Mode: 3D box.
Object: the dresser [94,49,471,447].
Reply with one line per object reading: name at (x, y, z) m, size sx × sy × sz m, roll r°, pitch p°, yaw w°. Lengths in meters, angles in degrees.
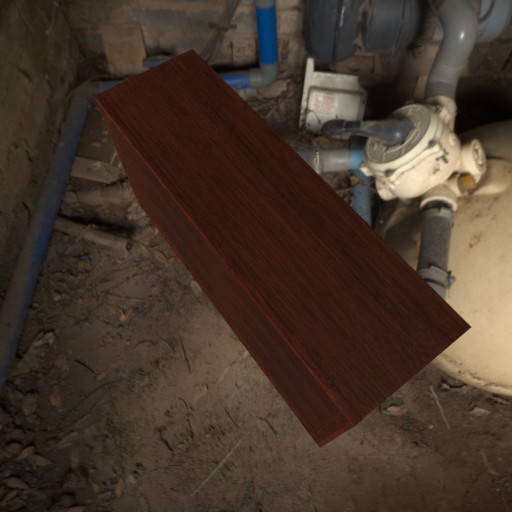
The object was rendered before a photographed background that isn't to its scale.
dresser at (0.000, 0.000, 2.046) m, size 0.499 × 0.971 × 1.609 m, roll -33°, pitch 67°, yaw -16°
